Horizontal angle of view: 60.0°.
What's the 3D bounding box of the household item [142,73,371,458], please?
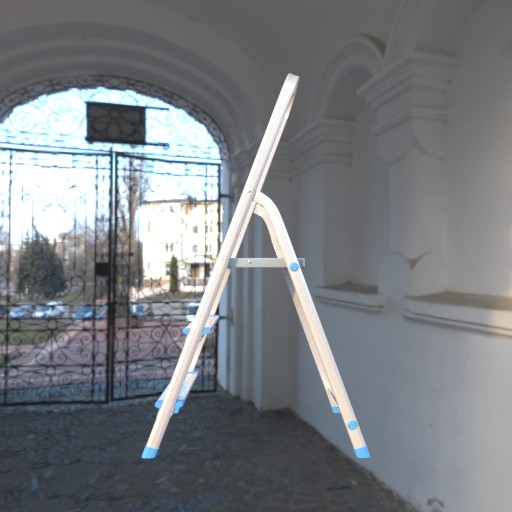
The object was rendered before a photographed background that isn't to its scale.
[{"bbox_3d":[0.000,0.000,1.542,0.687,1.215,0.420,0,-1,0],"label":"household item"}]
